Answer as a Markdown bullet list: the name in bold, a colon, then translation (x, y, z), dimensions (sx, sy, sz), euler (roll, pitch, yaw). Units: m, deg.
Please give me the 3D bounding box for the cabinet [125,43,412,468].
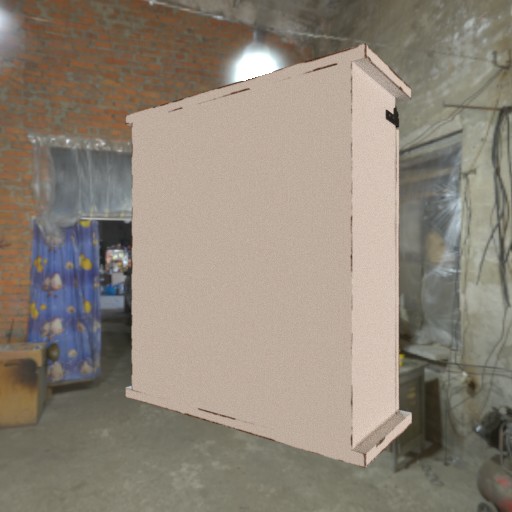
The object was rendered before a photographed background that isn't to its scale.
- **cabinet**: translation (0.000, 0.000, 0.873), dimensions (0.541, 0.603, 0.210), euler (0, 0, 36)
